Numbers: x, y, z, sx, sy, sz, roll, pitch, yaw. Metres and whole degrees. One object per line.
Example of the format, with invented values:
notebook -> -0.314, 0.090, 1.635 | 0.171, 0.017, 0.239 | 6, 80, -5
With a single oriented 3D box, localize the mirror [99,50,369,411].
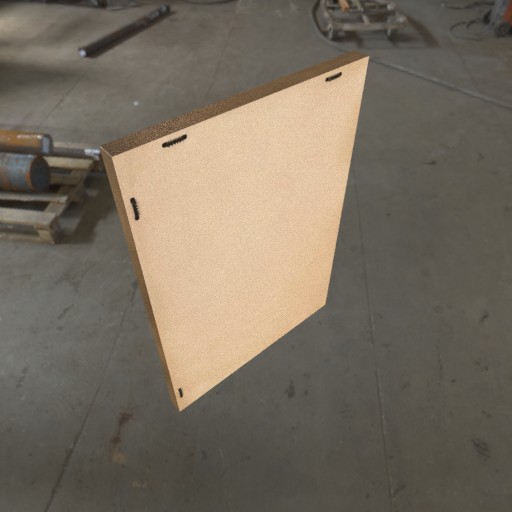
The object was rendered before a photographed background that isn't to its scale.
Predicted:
mirror -> 0.000, 0.000, 0.938 | 0.507, 0.710, 0.040 | -31, 53, -27
